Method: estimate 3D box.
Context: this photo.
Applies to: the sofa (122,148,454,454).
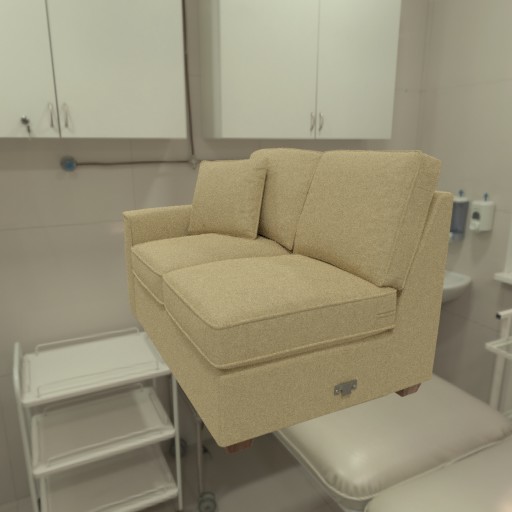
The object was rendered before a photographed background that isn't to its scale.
[{"bbox_3d":[0.000,0.000,2.093,0.991,0.989,1.388,-7,16,-26],"label":"sofa"}]
